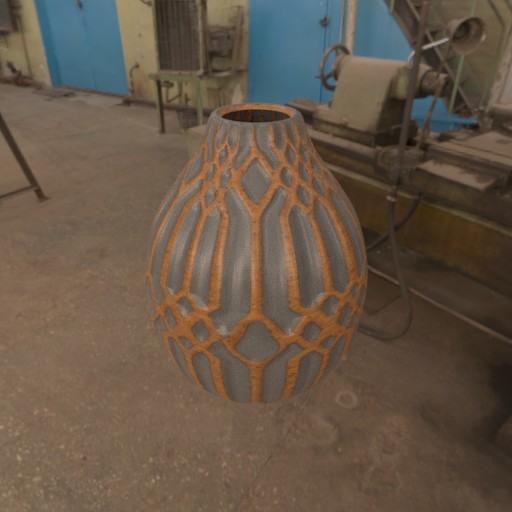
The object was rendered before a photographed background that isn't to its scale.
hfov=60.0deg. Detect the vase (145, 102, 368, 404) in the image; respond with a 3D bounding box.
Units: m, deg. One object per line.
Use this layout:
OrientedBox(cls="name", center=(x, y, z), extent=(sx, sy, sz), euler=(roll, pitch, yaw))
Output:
OrientedBox(cls="vase", center=(0.000, 0.000, 0.138), extent=(0.069, 0.088, 0.069), euler=(0, 31, 0))
